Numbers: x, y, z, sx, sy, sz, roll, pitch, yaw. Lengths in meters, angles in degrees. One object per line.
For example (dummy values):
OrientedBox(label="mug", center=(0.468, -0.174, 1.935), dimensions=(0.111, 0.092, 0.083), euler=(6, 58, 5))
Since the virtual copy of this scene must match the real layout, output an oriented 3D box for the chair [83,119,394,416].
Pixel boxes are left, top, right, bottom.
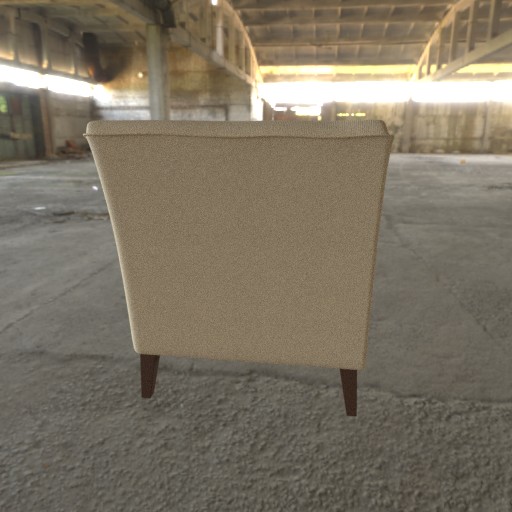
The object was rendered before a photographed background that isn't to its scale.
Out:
OrientedBox(label="chair", center=(0.000, 0.000, 1.601), dimensions=(0.780, 0.919, 0.899), euler=(2, 16, 8))
